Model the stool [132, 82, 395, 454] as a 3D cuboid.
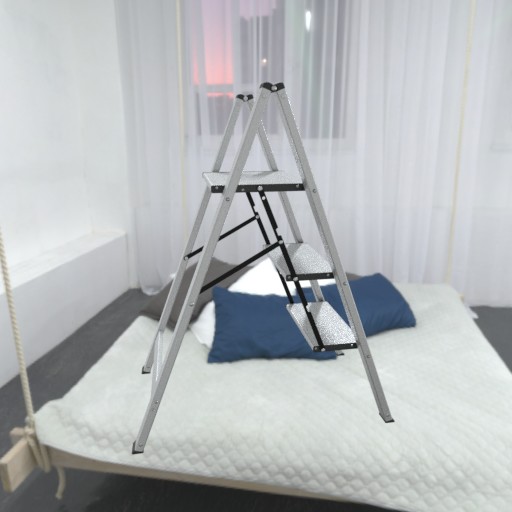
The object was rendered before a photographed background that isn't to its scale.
[{"bbox_3d":[0.000,0.000,1.281,0.730,0.902,0.441,-3,17,-10],"label":"stool"}]
